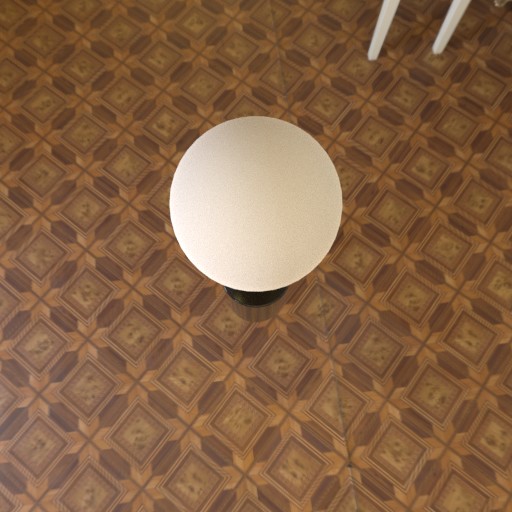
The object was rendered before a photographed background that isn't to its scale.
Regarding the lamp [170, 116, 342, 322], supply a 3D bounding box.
[{"bbox_3d":[0.000,0.000,0.556,0.153,0.480,0.153,0,74,0],"label":"lamp"}]
